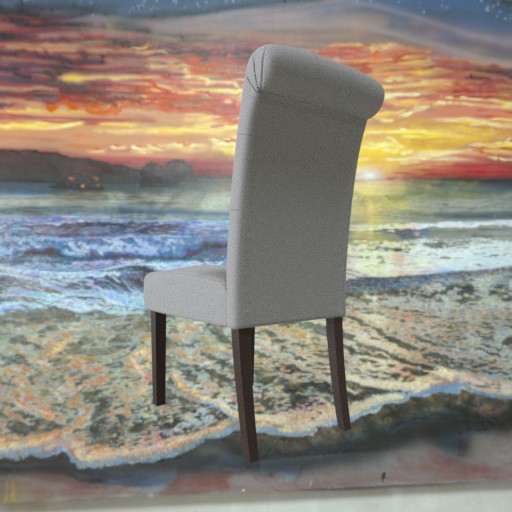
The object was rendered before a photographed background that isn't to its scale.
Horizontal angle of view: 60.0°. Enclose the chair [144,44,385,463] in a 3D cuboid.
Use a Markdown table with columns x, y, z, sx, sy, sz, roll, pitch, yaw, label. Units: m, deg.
| x | y | z | sx | sy | sz | roll | pitch | yaw | label |
| --- | --- | --- | --- | --- | --- | --- | --- | --- | --- |
| 0.000 | 0.000 | 1.364 | 0.456 | 1.006 | 0.671 | 0 | 0 | -36 | chair |
